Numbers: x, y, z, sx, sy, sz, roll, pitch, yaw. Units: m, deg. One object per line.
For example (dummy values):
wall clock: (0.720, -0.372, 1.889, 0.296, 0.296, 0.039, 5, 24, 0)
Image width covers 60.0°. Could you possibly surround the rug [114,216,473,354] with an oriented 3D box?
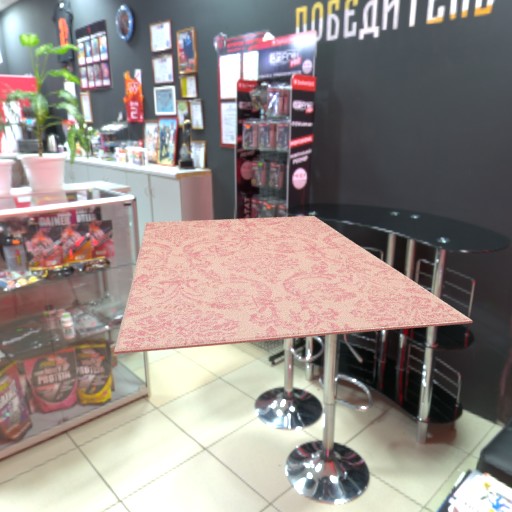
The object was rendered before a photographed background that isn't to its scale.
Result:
rug: (0.000, 0.000, 2.318, 1.219, 0.012, 1.839, -3, 17, -10)
